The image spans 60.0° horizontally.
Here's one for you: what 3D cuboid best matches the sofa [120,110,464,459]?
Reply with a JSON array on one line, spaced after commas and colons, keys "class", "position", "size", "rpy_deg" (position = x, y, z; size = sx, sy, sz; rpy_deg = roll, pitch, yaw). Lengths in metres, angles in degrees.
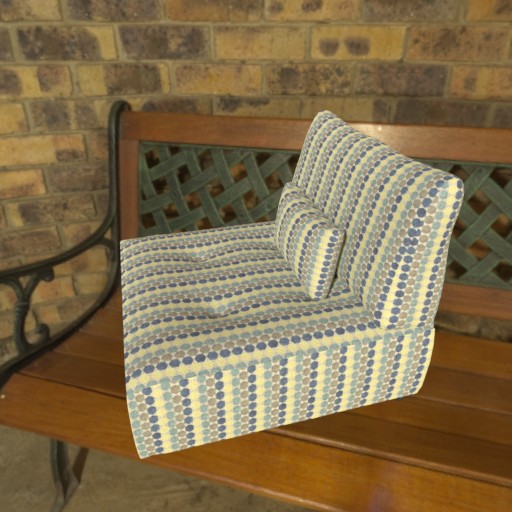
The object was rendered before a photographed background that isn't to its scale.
[{"class": "sofa", "position": [0.000, 0.000, 1.651], "size": [1.000, 0.830, 0.930], "rpy_deg": [-8, 31, -14]}]
